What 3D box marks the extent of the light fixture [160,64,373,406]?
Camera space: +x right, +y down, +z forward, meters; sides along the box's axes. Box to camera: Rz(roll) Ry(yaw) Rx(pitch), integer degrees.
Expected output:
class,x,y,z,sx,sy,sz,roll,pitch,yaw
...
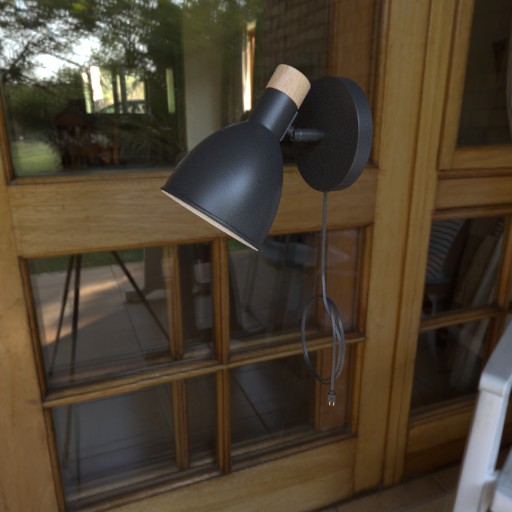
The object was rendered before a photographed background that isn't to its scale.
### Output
class,x,y,z,sx,sy,sz,roll,pitch,yaw
light fixture,0.000,0.000,0.499,0.203,0.401,0.127,-8,19,-26
